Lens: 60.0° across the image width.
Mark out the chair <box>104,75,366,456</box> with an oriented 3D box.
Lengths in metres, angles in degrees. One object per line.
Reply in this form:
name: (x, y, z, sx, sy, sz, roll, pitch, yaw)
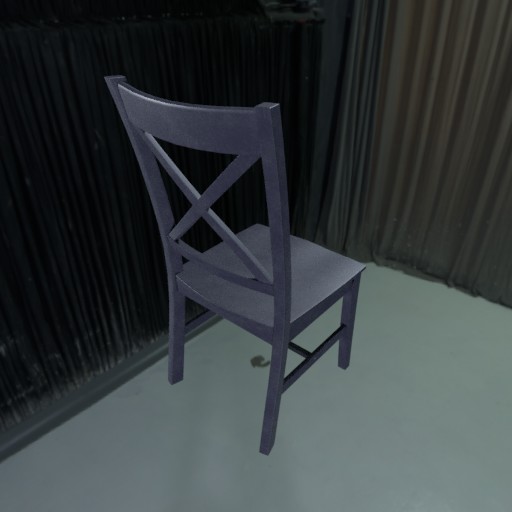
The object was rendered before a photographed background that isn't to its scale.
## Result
chair: (0.000, 0.000, 1.282, 0.485, 0.983, 0.542, 24, 38, 34)
